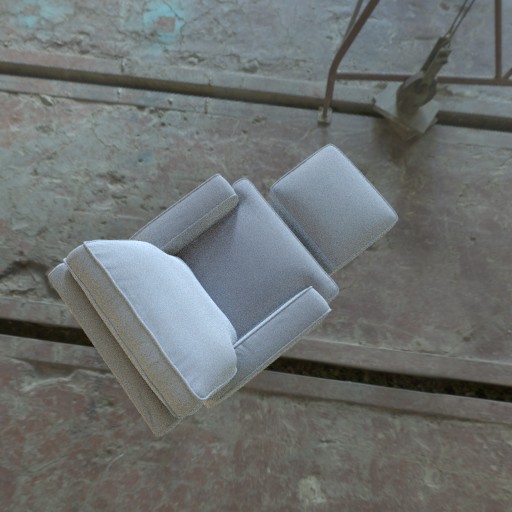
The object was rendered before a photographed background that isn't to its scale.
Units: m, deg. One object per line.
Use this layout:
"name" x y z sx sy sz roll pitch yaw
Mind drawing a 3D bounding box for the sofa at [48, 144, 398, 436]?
"sofa" 0.000 0.000 2.085 1.472 0.959 0.861 -37 79 -8
